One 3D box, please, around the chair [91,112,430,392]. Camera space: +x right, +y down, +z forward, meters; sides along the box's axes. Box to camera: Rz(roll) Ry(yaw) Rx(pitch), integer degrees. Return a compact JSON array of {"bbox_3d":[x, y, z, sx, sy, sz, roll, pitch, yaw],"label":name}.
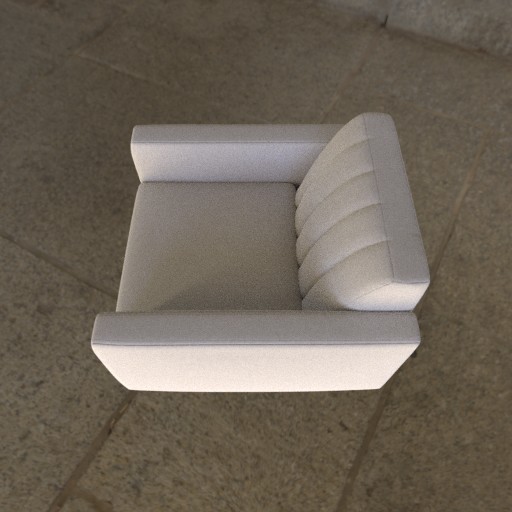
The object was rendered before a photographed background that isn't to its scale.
[{"bbox_3d":[0.000,0.000,1.703,0.998,0.819,0.953,0,59,0],"label":"chair"}]
